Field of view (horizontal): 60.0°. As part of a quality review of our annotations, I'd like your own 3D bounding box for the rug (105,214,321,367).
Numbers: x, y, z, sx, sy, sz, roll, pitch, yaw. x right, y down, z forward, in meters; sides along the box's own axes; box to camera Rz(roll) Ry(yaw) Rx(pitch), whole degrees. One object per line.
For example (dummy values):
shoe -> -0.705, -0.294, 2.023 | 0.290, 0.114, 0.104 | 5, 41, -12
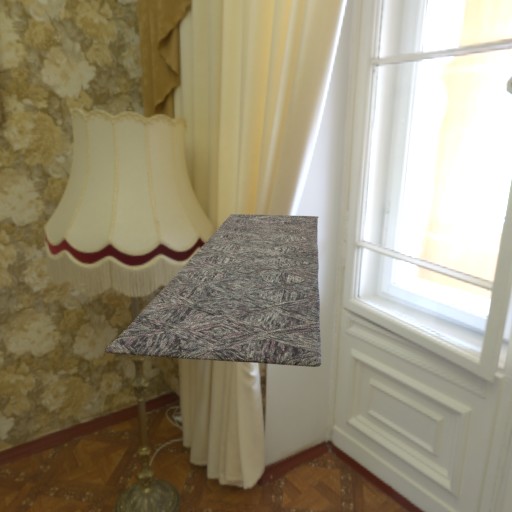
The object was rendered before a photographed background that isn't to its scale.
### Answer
rug -> 0.000, 0.000, 2.497 | 0.719, 0.013, 2.305 | 2, 17, 7
